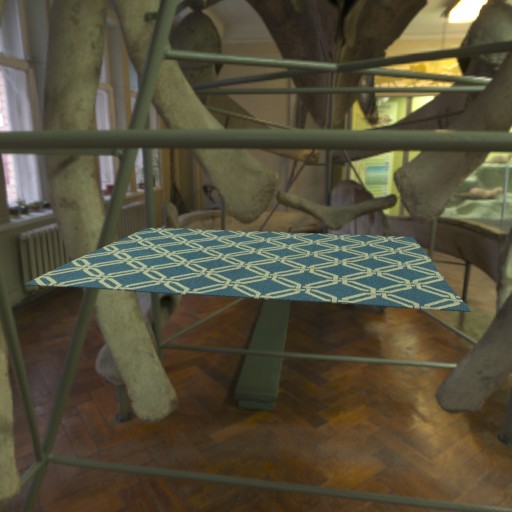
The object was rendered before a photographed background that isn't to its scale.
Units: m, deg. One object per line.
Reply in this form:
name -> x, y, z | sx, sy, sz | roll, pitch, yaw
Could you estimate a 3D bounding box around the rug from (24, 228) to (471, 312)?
rug -> 0.000, 0.000, 2.776 | 2.135, 0.013, 1.524 | 2, 15, 10
